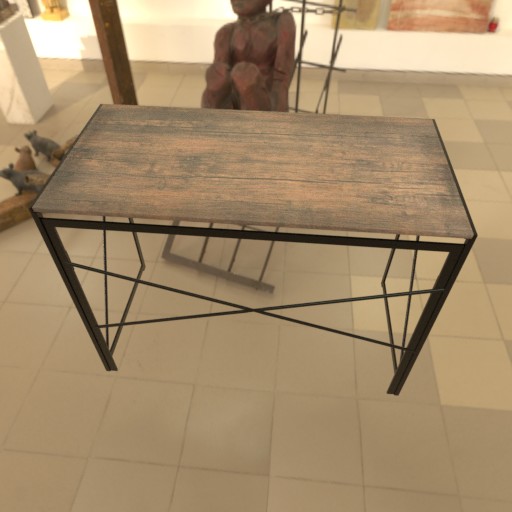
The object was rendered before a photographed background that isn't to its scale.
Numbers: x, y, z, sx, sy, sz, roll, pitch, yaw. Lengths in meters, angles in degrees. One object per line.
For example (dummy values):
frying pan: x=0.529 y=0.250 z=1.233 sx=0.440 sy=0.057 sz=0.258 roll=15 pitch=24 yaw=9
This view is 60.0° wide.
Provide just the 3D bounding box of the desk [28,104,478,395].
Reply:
desk: x=0.000 y=0.000 z=1.439 sx=1.015 sy=0.747 sz=0.505 roll=4 pitch=46 yaw=4
